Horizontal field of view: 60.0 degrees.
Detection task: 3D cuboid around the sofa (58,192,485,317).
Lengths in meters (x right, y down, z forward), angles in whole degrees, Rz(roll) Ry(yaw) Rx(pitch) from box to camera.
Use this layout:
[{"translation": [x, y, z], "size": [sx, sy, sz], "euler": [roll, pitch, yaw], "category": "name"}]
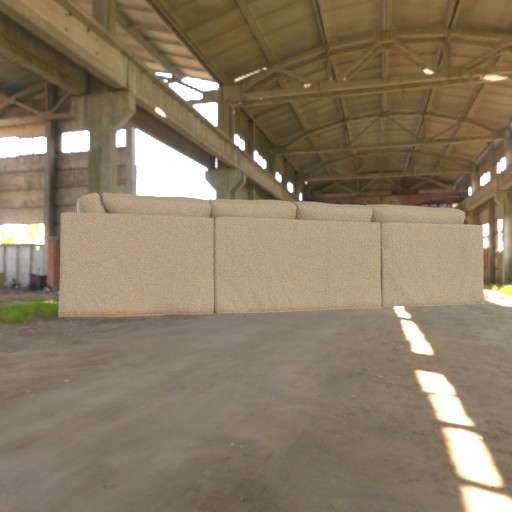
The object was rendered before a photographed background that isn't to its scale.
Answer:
[{"translation": [0.000, 0.000, 4.533], "size": [3.528, 0.878, 2.476], "euler": [0, -1, -18], "category": "sofa"}]
